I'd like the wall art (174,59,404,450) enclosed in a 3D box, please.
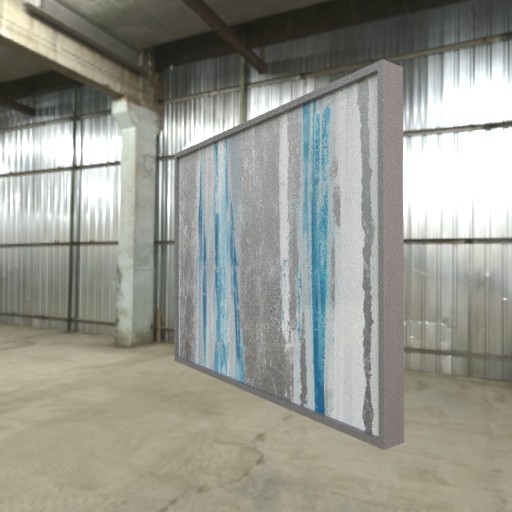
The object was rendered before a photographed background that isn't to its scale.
[{"bbox_3d":[0.000,0.000,0.748,0.037,0.450,0.557,0,-1,-36],"label":"wall art"}]
